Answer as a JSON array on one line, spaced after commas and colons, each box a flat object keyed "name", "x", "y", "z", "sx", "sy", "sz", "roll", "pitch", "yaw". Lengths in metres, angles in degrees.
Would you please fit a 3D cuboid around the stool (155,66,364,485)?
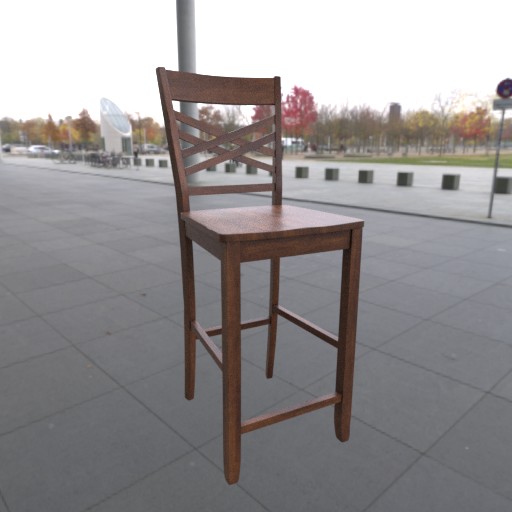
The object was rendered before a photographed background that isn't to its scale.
[{"name": "stool", "x": 0.000, "y": 0.000, "z": 1.339, "sx": 0.426, "sy": 1.098, "sz": 0.504, "roll": -7, "pitch": 16, "yaw": -27}]
